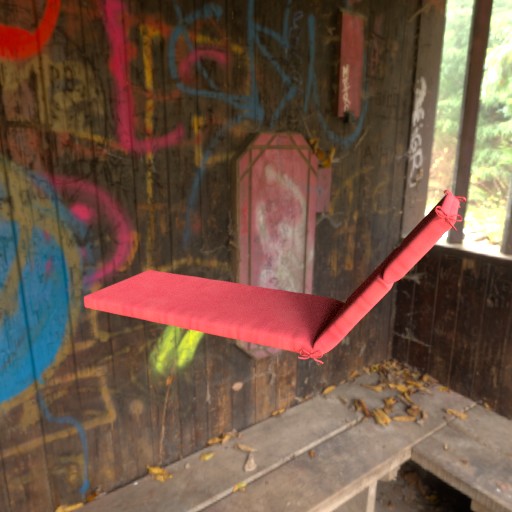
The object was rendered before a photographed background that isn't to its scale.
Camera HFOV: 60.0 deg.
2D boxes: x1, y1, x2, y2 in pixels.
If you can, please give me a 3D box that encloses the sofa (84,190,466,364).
[{"bbox_3d":[0.000,0.000,2.009,1.663,0.622,0.582,7,16,24],"label":"sofa"}]
